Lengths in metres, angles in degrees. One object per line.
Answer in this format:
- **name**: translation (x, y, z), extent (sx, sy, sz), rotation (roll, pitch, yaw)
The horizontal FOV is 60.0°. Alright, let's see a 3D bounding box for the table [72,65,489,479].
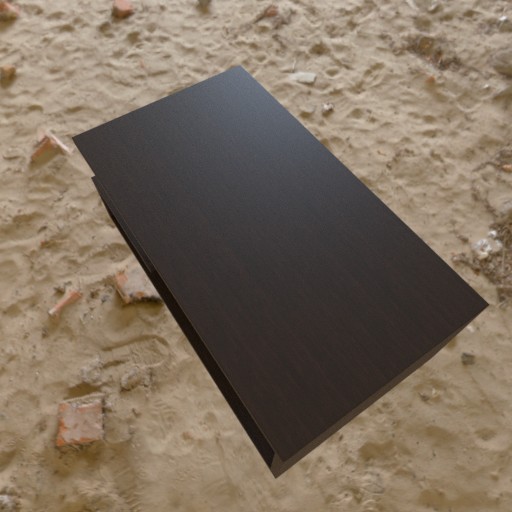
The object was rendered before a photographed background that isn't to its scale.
- **table**: translation (0.000, 0.000, 1.356), extent (0.590, 0.460, 1.050), rotation (-30, 64, -17)
